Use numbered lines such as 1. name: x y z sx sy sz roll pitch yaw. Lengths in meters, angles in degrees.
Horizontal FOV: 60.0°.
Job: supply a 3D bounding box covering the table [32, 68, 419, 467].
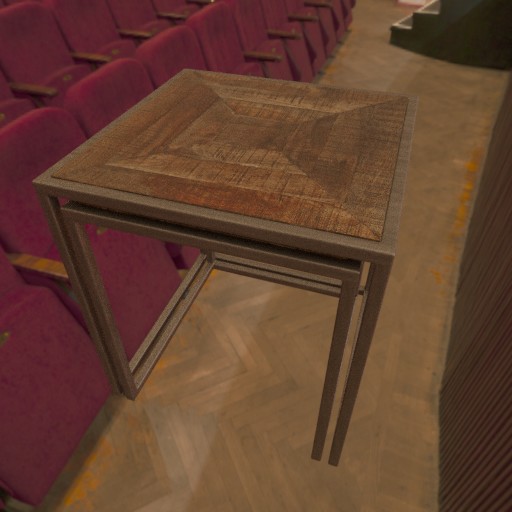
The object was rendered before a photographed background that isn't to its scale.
1. table: 0.000 0.000 0.828 0.450 0.500 0.449 12 42 14
